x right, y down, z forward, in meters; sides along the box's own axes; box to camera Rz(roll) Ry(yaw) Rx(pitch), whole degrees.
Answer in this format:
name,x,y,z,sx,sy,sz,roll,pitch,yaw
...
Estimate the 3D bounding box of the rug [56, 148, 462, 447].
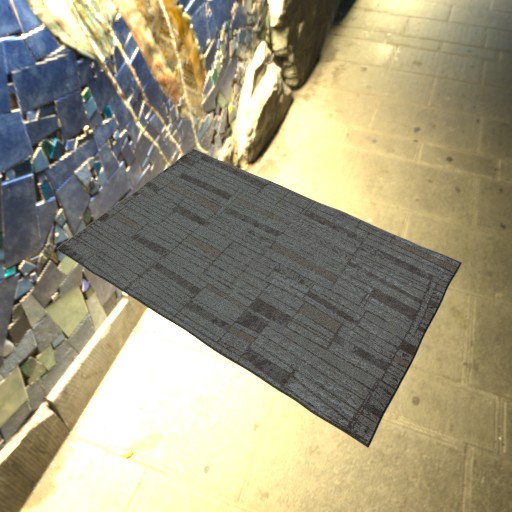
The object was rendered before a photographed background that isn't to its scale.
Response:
name,x,y,z,sx,sy,sz,roll,pitch,yaw
rug,0.000,0.000,3.137,2.444,0.023,1.531,27,53,23
